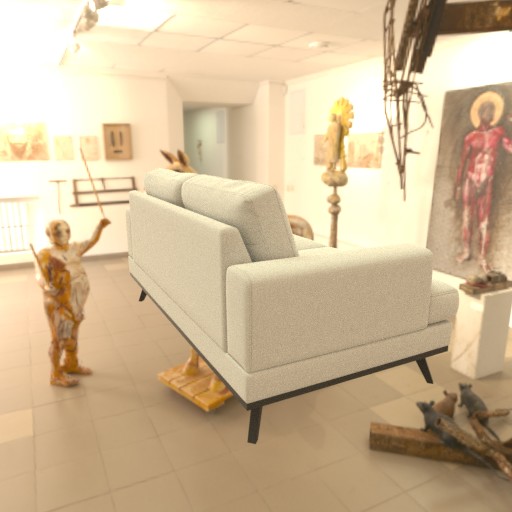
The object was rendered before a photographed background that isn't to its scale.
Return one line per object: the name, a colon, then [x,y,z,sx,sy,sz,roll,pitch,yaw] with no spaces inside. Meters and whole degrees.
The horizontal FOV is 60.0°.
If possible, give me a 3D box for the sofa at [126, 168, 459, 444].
sofa: [0.000,0.000,2.173,0.920,0.810,1.650,-7,16,-27]
